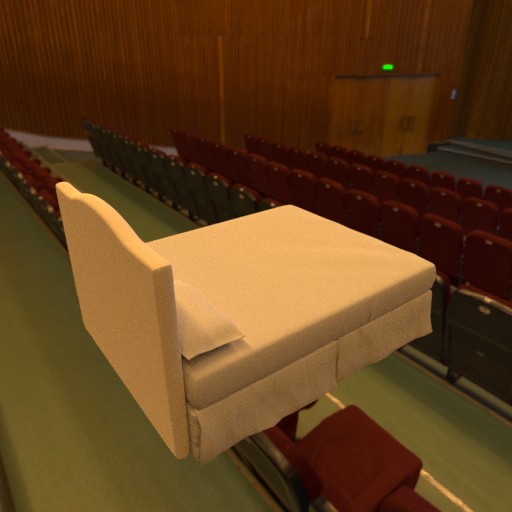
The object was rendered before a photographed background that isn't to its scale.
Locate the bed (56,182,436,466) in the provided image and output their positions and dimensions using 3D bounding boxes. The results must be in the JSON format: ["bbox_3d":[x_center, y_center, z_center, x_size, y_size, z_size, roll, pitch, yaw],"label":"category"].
[{"bbox_3d":[0.000,0.000,3.631,2.477,1.437,1.977,-19,32,-33],"label":"bed"}]
